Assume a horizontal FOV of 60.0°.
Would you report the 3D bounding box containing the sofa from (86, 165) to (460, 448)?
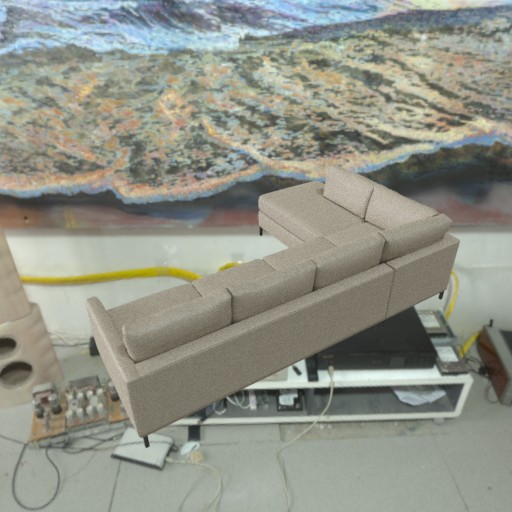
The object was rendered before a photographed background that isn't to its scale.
[{"bbox_3d":[0.000,0.000,3.194,2.423,0.703,1.617,-19,37,-27],"label":"sofa"}]
